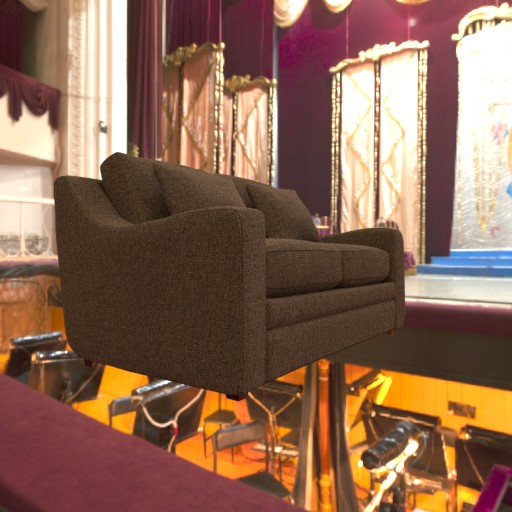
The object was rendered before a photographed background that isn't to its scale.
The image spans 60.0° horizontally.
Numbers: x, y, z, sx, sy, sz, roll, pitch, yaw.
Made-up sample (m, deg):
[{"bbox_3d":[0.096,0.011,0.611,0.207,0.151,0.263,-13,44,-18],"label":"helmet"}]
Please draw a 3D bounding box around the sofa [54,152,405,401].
[{"bbox_3d":[0.000,0.000,2.440,1.120,0.991,1.778,0,0,36],"label":"sofa"}]
